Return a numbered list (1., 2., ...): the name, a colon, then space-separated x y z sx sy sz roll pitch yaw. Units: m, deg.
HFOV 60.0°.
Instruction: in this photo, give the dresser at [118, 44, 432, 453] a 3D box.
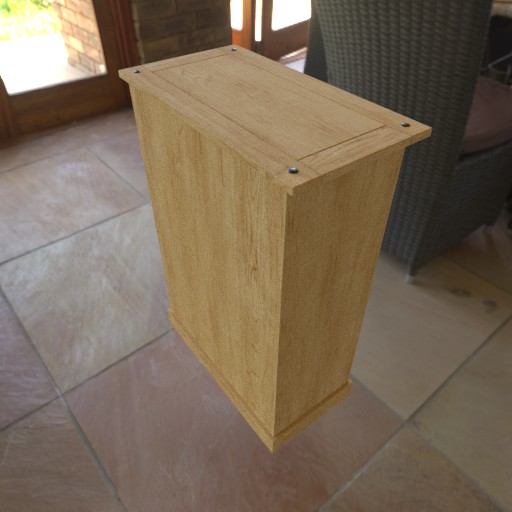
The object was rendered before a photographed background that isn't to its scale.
1. dresser: 0.000 0.000 1.765 0.485 1.300 0.915 -26 48 -27
